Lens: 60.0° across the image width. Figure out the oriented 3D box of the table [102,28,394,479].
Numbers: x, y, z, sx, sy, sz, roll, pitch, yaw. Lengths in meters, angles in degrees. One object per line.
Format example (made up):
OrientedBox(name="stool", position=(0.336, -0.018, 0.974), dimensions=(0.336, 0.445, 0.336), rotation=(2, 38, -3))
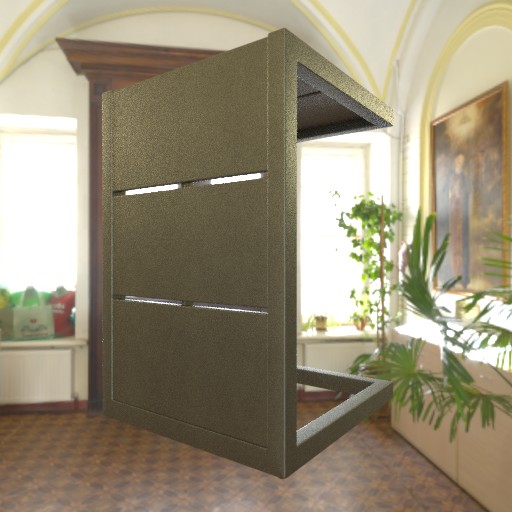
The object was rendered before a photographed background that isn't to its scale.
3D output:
OrientedBox(name="table", position=(0.000, 0.000, 0.877), dimensions=(0.405, 0.609, 0.420), rotation=(0, 0, 36))
